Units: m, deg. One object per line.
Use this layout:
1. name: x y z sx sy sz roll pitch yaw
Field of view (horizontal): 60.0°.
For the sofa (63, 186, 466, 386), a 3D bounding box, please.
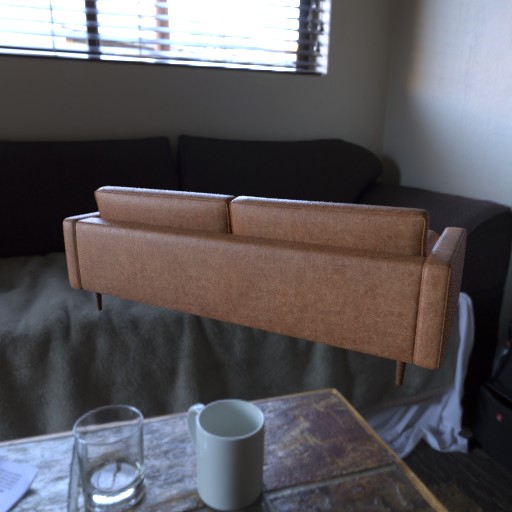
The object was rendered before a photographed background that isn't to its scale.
1. sofa: 0.000 0.000 2.616 2.200 0.770 0.919 8 17 27
